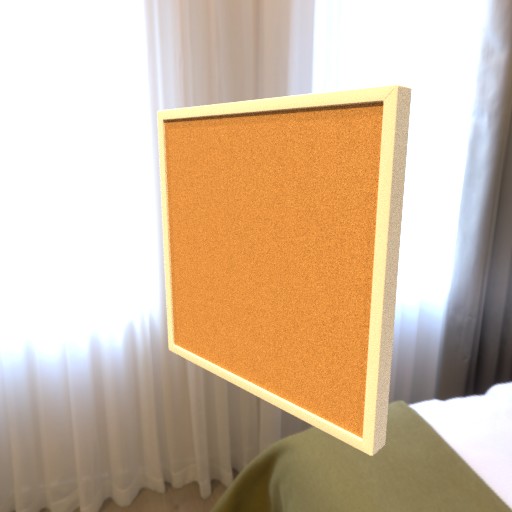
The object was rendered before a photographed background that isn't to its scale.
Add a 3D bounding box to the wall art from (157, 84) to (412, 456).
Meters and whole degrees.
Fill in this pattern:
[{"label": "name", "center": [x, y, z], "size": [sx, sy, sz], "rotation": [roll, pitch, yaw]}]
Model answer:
[{"label": "wall art", "center": [0.000, 0.000, 0.768], "size": [0.508, 0.508, 0.038], "rotation": [13, 18, 43]}]
